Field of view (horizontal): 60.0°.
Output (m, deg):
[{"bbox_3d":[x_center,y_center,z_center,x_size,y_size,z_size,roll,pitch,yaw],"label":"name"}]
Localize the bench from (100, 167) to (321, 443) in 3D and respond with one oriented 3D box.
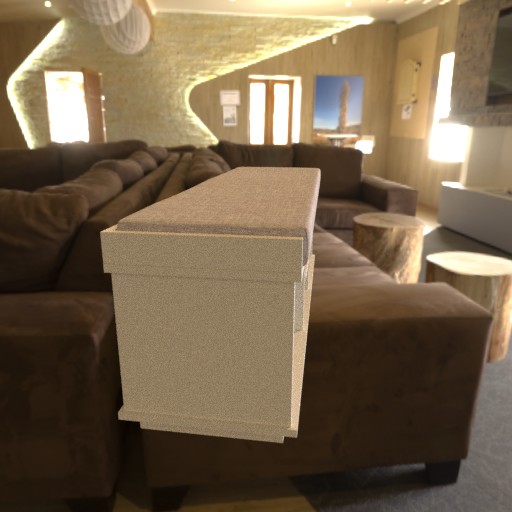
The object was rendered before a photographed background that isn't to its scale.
[{"bbox_3d":[0.000,0.000,1.368,0.363,0.453,1.196,2,16,8],"label":"bench"}]
